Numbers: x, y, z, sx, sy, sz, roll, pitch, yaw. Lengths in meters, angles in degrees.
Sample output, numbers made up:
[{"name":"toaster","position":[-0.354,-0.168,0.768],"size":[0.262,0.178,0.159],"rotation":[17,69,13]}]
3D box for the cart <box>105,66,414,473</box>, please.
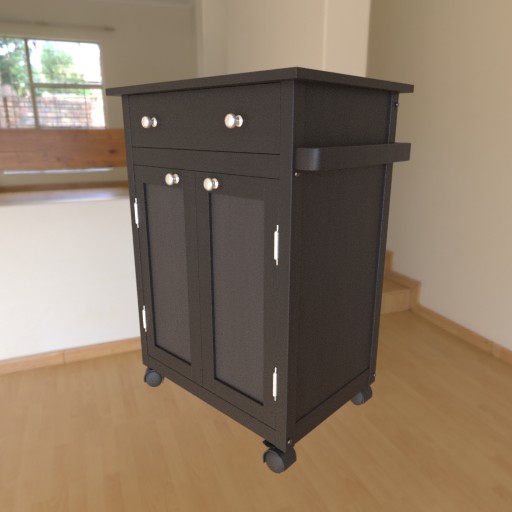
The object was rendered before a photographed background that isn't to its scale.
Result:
[{"name":"cart","position":[0.000,0.000,1.226],"size":[0.660,0.879,0.456],"rotation":[15,22,41]}]
